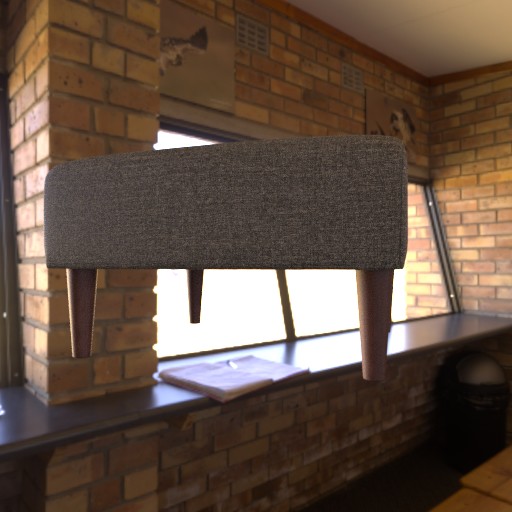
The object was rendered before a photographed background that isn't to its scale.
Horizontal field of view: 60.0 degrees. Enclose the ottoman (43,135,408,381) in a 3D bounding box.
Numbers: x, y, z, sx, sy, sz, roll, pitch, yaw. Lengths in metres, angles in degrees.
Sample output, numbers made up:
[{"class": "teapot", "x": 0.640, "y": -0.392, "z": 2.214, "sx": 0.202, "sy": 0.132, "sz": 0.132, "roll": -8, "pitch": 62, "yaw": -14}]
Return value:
[{"class": "ottoman", "x": 0.000, "y": 0.000, "z": 1.025, "sx": 0.655, "sy": 0.399, "sz": 0.648, "roll": 0, "pitch": -1, "yaw": 18}]
